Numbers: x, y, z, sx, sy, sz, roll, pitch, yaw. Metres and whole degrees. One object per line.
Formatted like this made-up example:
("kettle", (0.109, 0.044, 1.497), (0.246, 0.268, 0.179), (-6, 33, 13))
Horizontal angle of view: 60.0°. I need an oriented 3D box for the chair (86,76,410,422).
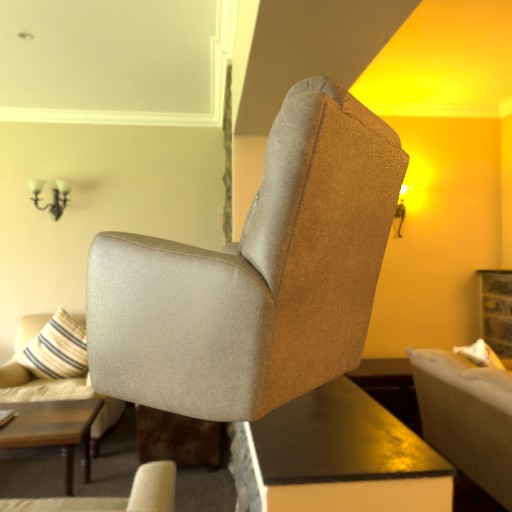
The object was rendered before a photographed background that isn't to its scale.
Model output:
("chair", (0.000, 0.000, 1.863), (1.068, 1.116, 0.967), (-1, -1, 35))
